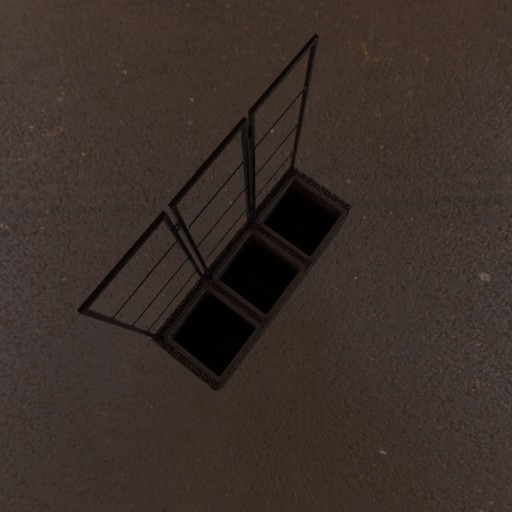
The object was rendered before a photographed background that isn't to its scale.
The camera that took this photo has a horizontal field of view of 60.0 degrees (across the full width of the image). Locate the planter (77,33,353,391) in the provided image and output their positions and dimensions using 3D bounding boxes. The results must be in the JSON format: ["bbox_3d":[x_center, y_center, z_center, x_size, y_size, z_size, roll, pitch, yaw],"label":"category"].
[{"bbox_3d":[0.000,0.000,1.170,0.244,0.841,0.698,36,78,9],"label":"planter"}]
